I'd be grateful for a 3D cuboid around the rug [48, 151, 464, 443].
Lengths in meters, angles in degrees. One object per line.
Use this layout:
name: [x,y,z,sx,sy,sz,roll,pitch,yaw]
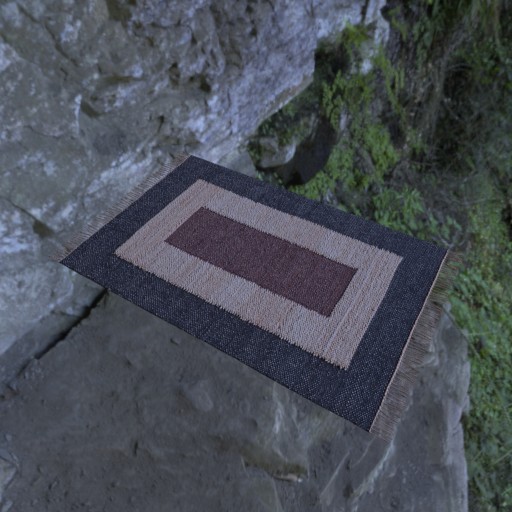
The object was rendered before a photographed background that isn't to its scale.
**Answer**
rug: [0.000,0.000,2.494,2.021,0.027,1.224,24,51,21]
